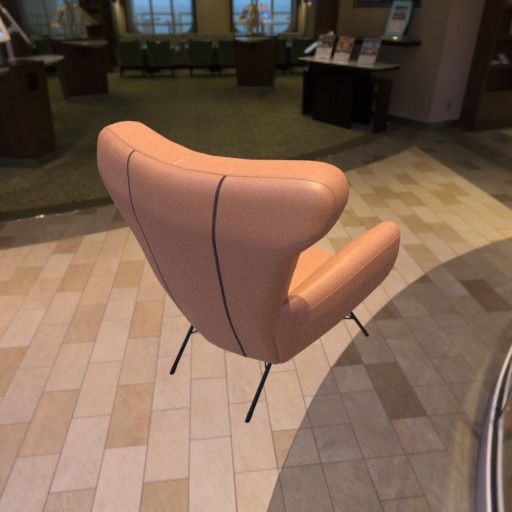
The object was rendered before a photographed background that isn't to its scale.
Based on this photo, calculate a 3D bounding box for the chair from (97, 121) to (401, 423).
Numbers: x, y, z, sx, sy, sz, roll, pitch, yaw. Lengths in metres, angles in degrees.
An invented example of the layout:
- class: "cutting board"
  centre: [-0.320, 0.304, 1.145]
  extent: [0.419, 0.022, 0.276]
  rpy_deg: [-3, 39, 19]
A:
- class: "chair"
  centre: [0.000, 0.000, 1.802]
  extent: [0.980, 1.050, 0.900]
  rpy_deg: [21, 36, 32]
